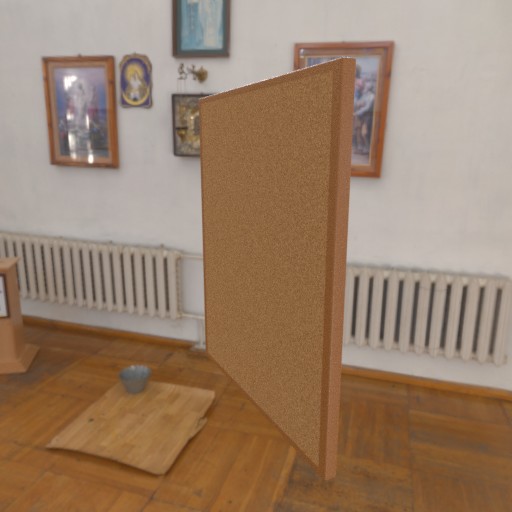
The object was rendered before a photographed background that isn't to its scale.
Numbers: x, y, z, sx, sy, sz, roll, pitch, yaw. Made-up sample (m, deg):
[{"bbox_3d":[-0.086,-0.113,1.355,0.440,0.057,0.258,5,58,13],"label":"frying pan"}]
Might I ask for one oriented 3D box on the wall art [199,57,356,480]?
[{"bbox_3d":[0.000,0.000,0.757,0.022,0.553,0.452,-7,15,-27],"label":"wall art"}]
